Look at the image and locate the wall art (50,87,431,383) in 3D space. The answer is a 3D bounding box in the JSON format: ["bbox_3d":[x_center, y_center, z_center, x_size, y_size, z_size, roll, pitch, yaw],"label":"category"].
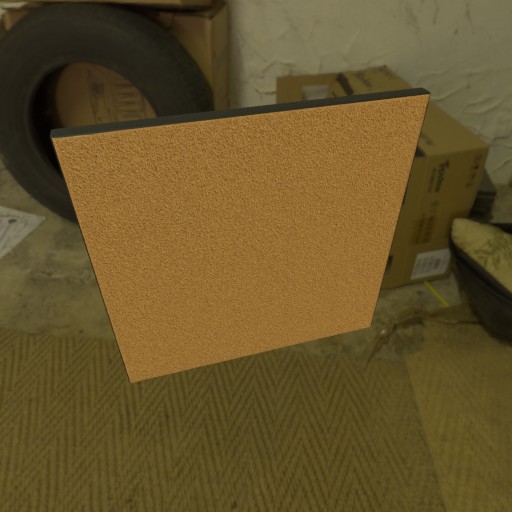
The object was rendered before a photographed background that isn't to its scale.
[{"bbox_3d":[0.000,0.000,0.667,0.456,0.453,0.022,-11,42,-12],"label":"wall art"}]
